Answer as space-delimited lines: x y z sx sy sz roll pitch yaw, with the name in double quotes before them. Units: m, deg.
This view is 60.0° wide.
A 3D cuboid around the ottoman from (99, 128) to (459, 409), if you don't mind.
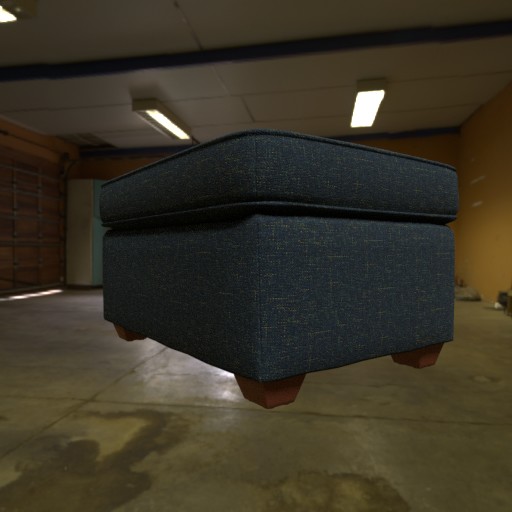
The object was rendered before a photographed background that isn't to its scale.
"ottoman" 0.000 0.000 1.055 0.549 0.450 0.749 -1 1 -36
